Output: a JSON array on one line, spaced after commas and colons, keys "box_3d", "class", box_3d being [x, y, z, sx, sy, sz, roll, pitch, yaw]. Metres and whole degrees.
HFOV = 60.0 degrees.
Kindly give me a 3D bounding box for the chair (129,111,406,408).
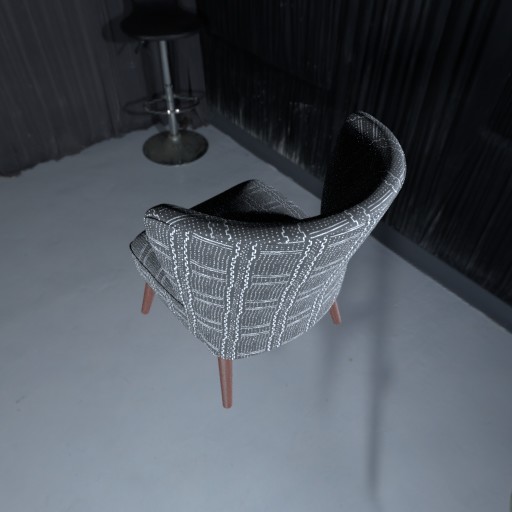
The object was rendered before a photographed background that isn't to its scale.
[{"box_3d": [0.000, 0.000, 1.423, 0.710, 0.866, 0.758, -31, 53, -26], "class": "chair"}]
